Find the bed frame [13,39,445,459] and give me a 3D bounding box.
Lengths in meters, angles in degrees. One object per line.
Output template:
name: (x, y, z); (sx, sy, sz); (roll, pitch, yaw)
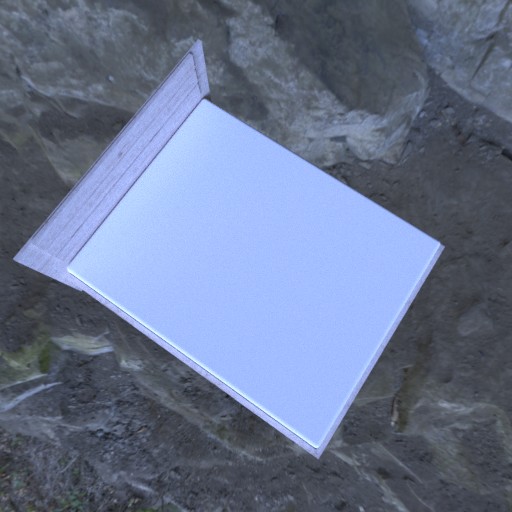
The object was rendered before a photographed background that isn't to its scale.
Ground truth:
bed frame: (0.000, 0.000, 2.952); (2.080, 0.970, 1.750); (33, 78, 8)
